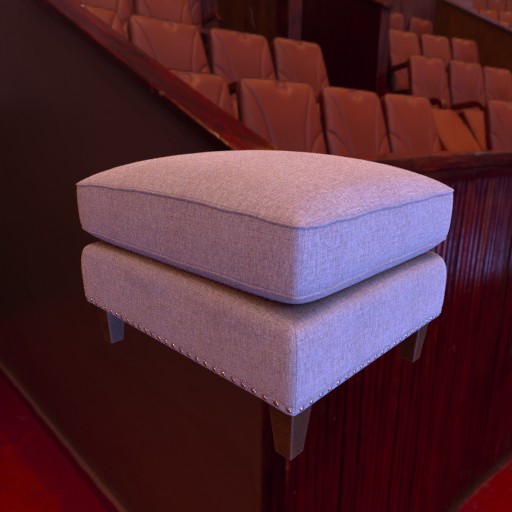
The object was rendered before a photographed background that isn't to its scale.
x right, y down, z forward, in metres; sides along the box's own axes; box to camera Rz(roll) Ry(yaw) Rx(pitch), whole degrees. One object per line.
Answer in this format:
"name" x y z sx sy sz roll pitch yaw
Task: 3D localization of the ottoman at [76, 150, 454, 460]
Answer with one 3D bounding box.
"ottoman" 0.000 0.000 1.113 0.741 0.513 0.584 15 22 42
